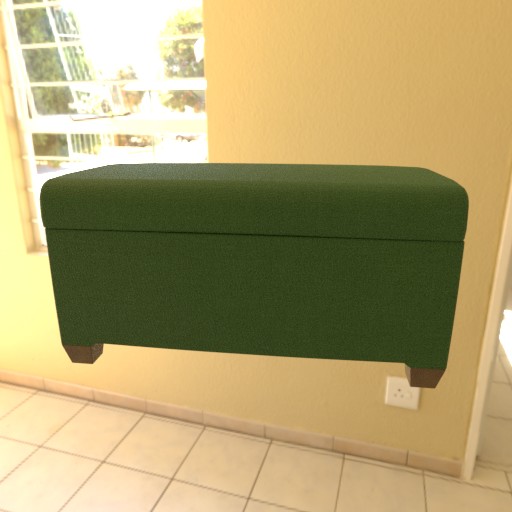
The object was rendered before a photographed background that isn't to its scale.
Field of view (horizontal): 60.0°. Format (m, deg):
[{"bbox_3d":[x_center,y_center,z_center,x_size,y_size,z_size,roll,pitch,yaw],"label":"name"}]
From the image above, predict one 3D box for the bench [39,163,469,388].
[{"bbox_3d":[0.000,0.000,1.263,0.989,0.501,0.505,2,17,7],"label":"bench"}]
